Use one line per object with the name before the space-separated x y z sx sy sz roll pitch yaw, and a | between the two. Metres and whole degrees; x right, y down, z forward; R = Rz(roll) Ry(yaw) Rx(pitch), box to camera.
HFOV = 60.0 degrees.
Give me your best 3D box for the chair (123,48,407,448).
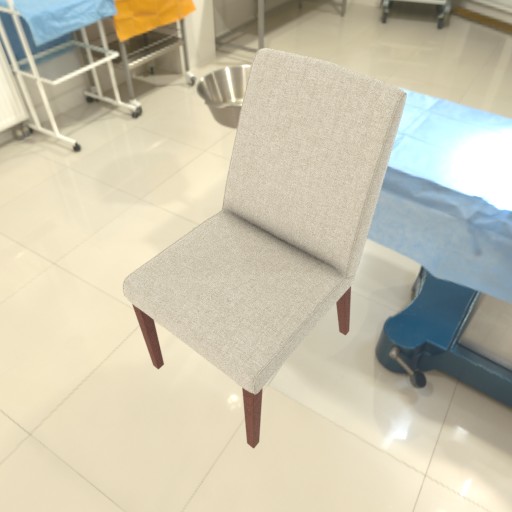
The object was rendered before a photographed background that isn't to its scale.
chair | 0.000 0.000 1.238 0.480 0.900 0.594 30 52 27
